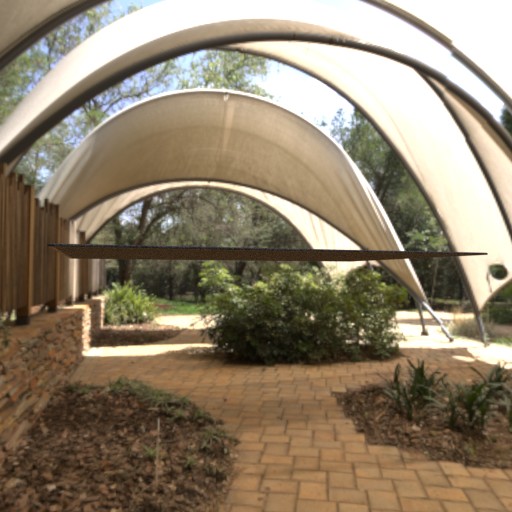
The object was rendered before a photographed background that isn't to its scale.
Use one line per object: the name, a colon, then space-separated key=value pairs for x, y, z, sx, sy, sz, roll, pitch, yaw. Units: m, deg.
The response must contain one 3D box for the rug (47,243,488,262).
rug: x=0.000 y=0.000 z=2.175 sx=1.754 sy=0.010 sz=1.139 roll=1 pitch=-2 yaw=-19
